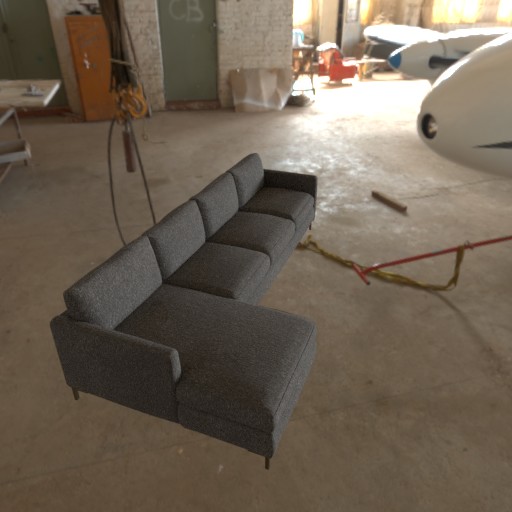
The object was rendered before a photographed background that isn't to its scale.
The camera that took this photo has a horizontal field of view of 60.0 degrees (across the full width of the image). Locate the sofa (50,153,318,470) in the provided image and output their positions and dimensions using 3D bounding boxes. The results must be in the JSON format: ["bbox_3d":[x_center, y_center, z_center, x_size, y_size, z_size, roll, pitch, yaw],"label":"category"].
[{"bbox_3d":[0.000,0.000,3.485,1.350,0.810,2.932,11,31,18],"label":"sofa"}]
